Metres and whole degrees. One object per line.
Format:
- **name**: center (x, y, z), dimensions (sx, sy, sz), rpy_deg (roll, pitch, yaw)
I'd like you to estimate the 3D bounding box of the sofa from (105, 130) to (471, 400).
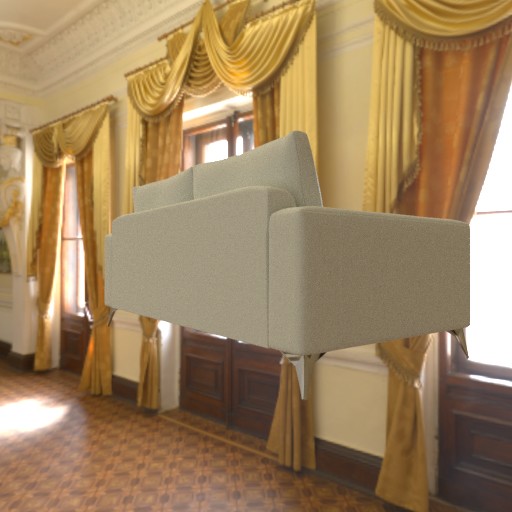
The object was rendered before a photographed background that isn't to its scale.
- **sofa**: center (0.000, 0.000, 2.103), dimensions (0.920, 0.790, 1.650), rpy_deg (0, -1, -36)
